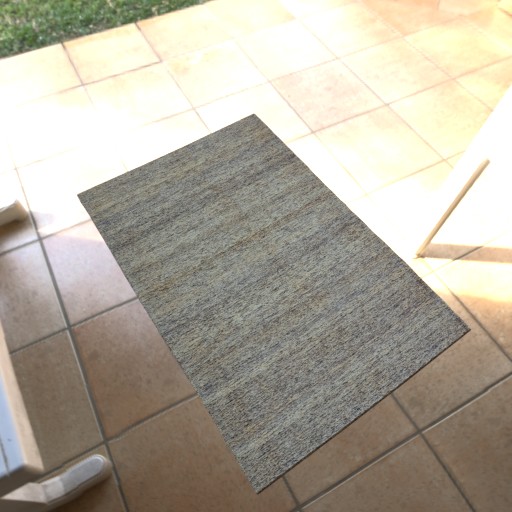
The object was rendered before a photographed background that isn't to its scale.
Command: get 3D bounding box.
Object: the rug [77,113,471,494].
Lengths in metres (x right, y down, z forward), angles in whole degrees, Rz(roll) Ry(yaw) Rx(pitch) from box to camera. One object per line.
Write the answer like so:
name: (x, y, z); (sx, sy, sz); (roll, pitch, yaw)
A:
rug: (0.000, 0.000, 2.326); (1.243, 0.014, 1.846); (-30, 63, -17)
